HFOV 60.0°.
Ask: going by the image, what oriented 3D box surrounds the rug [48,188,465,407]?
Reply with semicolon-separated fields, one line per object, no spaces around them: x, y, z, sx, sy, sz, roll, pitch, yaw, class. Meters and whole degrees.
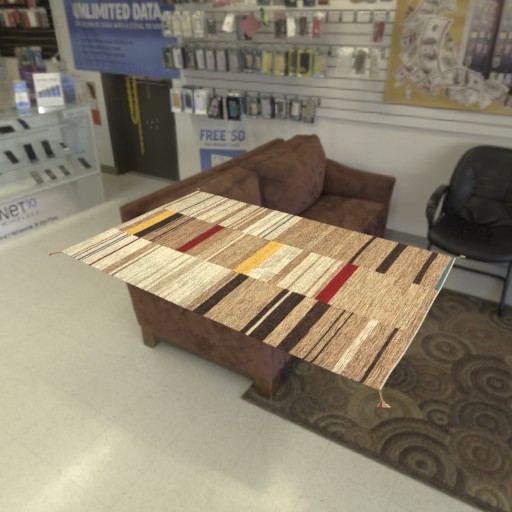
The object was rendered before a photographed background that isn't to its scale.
0.000;0.000;2.387;1.918;0.007;1.268;18;34;30;rug
